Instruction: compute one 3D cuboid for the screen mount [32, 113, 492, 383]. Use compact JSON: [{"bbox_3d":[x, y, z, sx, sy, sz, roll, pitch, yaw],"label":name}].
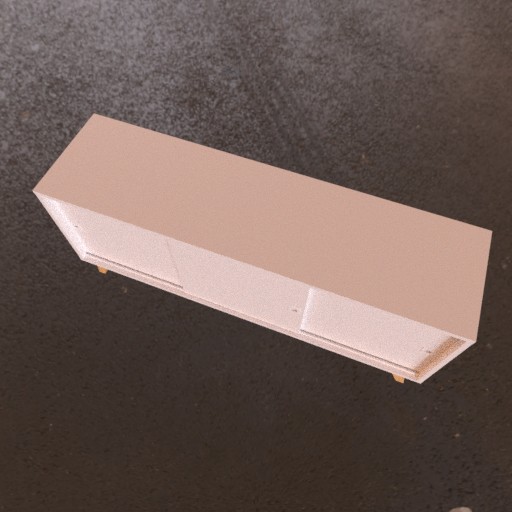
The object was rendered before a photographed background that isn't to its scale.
[{"bbox_3d":[0.000,0.000,1.748,1.490,0.619,0.400,19,62,10],"label":"screen mount"}]
